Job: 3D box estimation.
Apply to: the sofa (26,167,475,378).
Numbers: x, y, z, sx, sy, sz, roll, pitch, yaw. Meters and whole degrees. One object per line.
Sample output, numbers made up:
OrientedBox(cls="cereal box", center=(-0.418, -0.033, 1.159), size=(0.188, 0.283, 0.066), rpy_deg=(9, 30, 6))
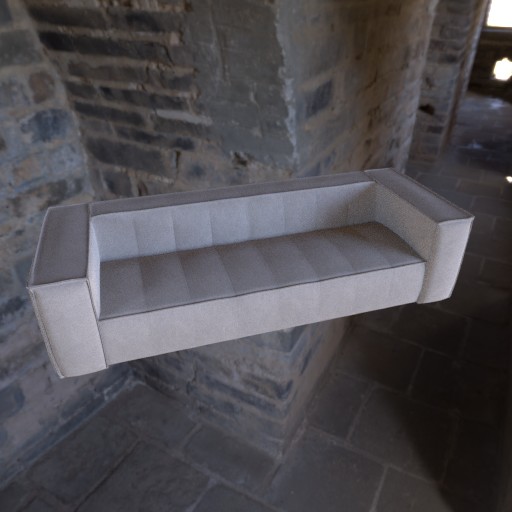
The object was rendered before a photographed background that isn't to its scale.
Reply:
OrientedBox(cls="sofa", center=(0.000, 0.000, 3.064), size=(2.697, 0.680, 1.038), rpy_deg=(-9, 32, -15))
